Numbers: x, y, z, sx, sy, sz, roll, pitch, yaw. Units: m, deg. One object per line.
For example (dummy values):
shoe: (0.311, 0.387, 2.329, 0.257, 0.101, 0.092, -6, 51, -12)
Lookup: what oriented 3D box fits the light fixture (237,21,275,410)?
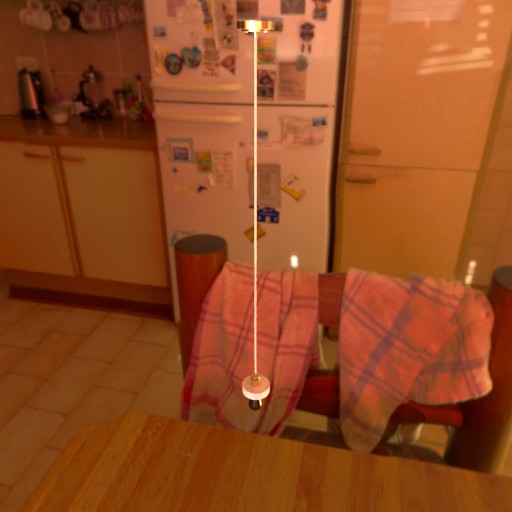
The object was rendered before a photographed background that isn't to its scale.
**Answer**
light fixture: (0.000, 0.000, 1.783, 0.129, 1.669, 0.129, -8, 28, -15)
